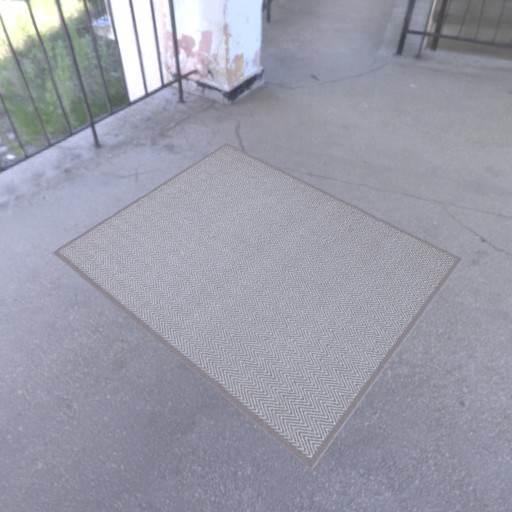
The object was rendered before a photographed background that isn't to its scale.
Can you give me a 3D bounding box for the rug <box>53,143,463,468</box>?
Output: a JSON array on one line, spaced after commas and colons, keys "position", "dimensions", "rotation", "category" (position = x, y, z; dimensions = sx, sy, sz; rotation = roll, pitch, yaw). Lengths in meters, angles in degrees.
[{"position": [0.000, 0.000, 4.169], "dimensions": [3.007, 0.032, 2.434], "rotation": [32, 55, 26], "category": "rug"}]
